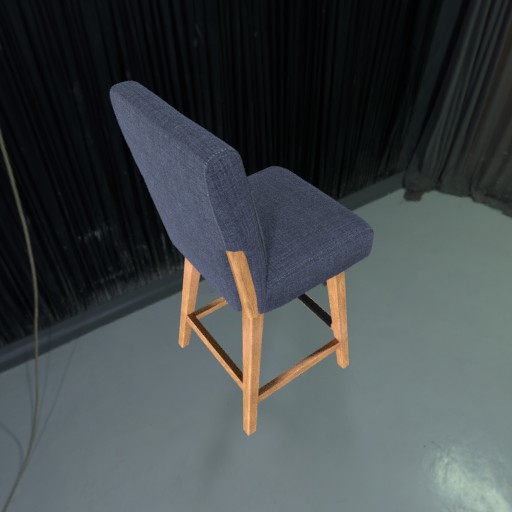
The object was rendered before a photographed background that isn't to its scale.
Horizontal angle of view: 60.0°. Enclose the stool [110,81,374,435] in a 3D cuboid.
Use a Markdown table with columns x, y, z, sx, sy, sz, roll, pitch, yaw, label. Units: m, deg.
| x | y | z | sx | sy | sz | roll | pitch | yaw | label |
| --- | --- | --- | --- | --- | --- | --- | --- | --- | --- |
| 0.000 | 0.000 | 1.311 | 0.526 | 1.010 | 0.459 | -26 | 48 | -26 | stool |
